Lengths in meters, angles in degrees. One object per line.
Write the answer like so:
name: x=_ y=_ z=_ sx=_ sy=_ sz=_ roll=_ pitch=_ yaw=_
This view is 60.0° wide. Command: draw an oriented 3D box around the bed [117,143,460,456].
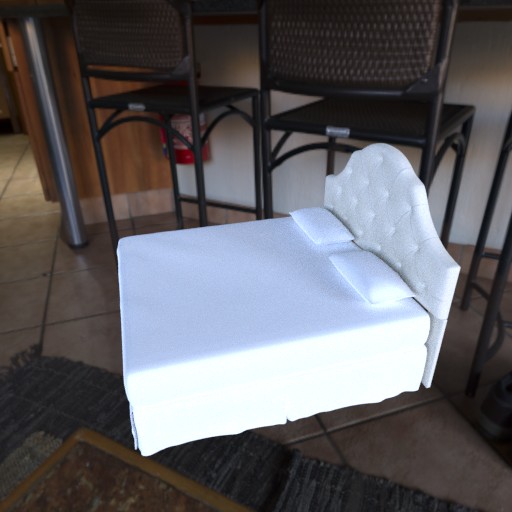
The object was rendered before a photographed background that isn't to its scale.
bed: x=0.000 y=0.000 z=3.559 sx=2.214 sy=1.615 sz=2.008 roll=-8 pitch=30 yaw=-14
